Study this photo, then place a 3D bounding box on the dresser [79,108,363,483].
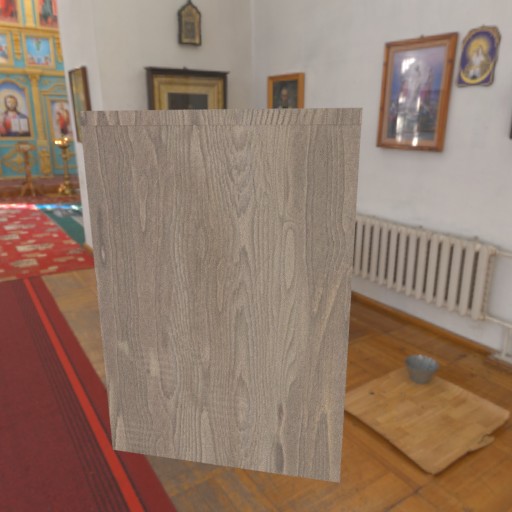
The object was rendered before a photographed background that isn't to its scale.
[{"bbox_3d":[0.000,0.000,1.280,0.529,0.762,0.809,3,16,11],"label":"dresser"}]
